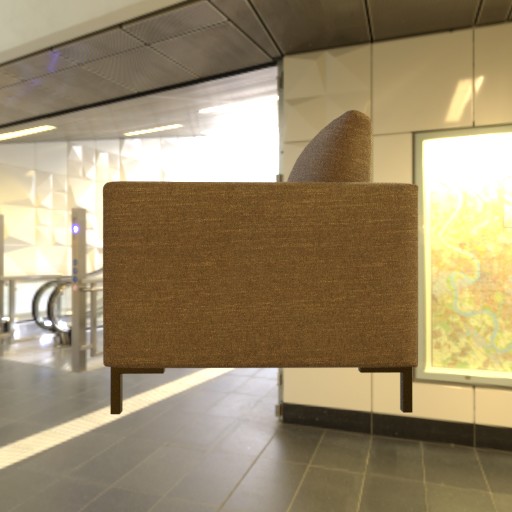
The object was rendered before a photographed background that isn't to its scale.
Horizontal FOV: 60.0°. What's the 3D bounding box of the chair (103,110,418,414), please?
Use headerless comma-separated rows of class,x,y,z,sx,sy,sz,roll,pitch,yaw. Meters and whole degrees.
chair,0.000,0.000,1.599,0.845,0.841,0.940,0,0,-1
